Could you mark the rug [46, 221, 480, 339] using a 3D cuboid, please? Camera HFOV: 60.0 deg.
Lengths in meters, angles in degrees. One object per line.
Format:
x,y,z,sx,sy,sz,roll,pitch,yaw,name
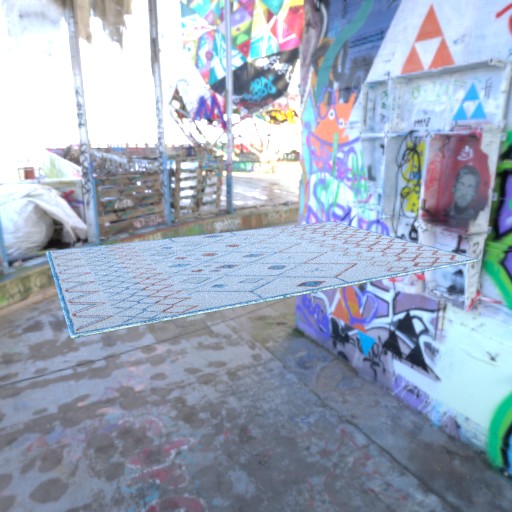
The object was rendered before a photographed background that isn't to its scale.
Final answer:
0.000,0.000,2.932,2.438,0.015,1.524,-8,17,-27,rug
